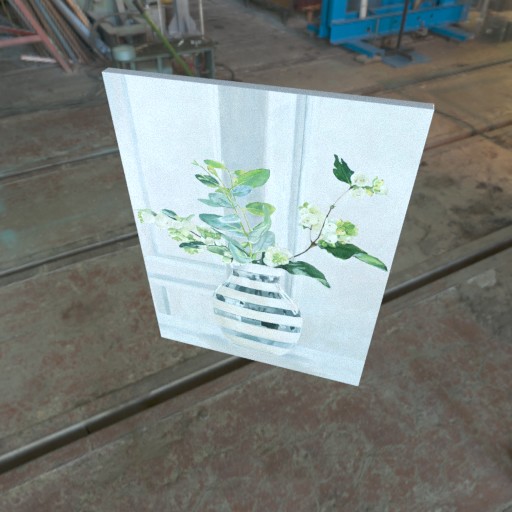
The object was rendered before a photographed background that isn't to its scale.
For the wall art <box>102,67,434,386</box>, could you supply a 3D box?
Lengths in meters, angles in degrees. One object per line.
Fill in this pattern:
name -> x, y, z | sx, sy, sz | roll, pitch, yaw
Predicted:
wall art -> 0.000, 0.000, 1.588 | 0.914, 1.212, 0.038 | 11, 43, 12
